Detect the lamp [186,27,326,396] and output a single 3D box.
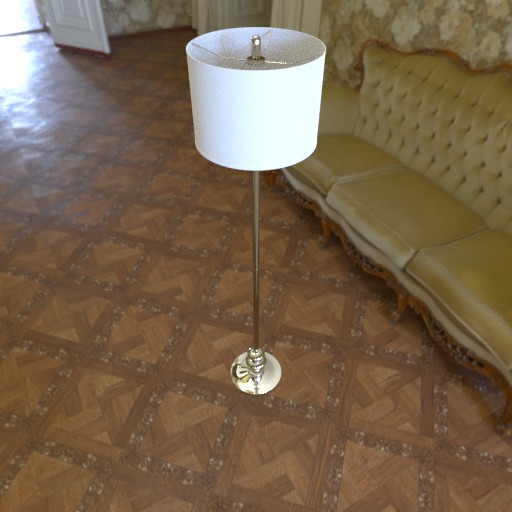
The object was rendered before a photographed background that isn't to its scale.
[{"bbox_3d":[0.000,0.000,1.610,0.356,1.487,0.356,10,42,11],"label":"lamp"}]
